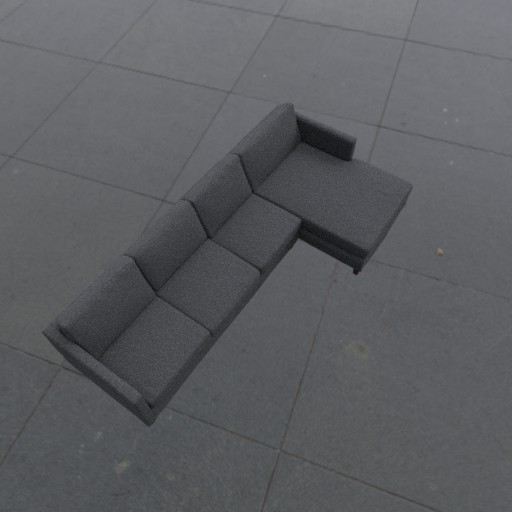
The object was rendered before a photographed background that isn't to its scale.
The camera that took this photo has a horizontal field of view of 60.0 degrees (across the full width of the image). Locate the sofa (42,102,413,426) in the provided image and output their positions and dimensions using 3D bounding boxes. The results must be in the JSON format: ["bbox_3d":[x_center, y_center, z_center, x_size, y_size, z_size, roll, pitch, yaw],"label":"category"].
[{"bbox_3d":[0.000,0.000,3.896,1.625,0.846,3.186,30,61,19],"label":"sofa"}]
